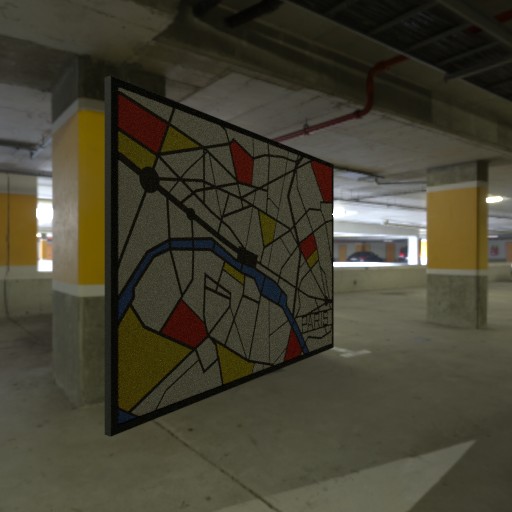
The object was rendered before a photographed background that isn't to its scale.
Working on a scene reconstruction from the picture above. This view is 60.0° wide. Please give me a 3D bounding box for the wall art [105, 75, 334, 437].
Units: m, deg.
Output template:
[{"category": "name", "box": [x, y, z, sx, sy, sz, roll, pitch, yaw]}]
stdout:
[{"category": "wall art", "box": [0.000, 0.000, 0.839, 0.013, 0.458, 0.664, 0, 0, 35]}]
